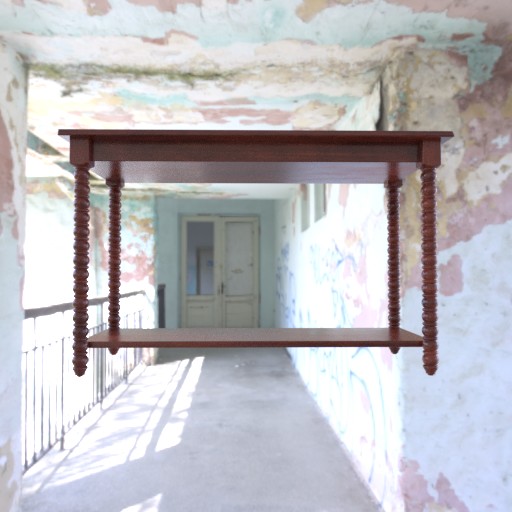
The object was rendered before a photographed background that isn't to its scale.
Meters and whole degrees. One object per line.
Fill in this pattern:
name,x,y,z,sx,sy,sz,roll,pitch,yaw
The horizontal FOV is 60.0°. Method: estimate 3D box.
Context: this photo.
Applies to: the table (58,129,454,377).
table,0.000,0.000,1.532,1.184,0.740,0.459,0,-2,-1
